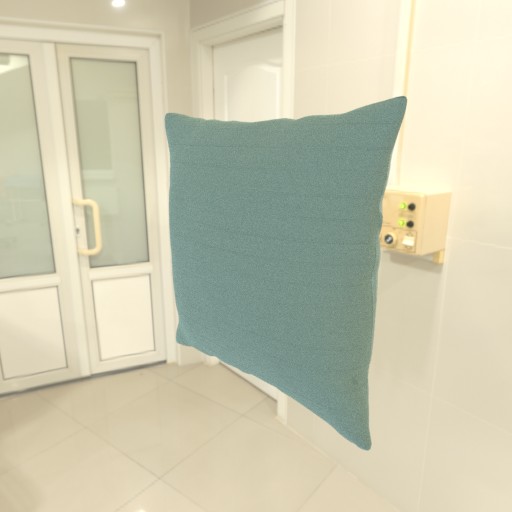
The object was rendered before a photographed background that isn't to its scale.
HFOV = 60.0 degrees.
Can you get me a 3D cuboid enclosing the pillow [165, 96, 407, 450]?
[{"bbox_3d":[0.000,0.000,0.716,0.470,0.464,0.175,15,21,43],"label":"pillow"}]
